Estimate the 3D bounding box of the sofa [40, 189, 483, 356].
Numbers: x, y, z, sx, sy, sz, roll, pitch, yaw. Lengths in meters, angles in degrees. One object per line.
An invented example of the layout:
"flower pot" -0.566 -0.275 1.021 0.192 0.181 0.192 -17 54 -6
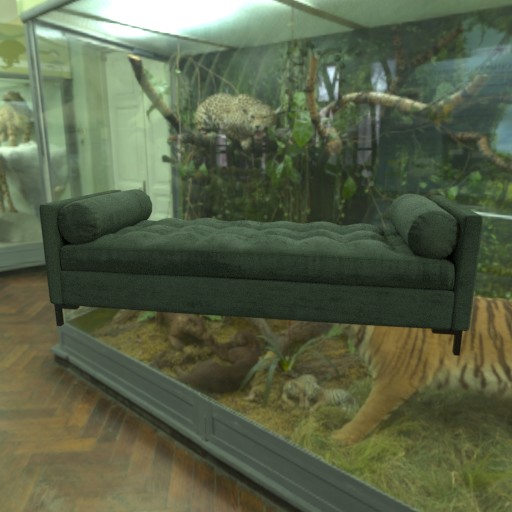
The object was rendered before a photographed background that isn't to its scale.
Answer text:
"sofa" 0.000 0.000 2.493 2.130 0.681 0.817 2 14 10
